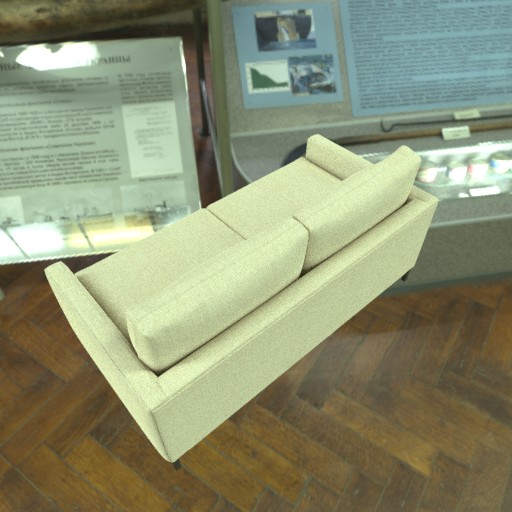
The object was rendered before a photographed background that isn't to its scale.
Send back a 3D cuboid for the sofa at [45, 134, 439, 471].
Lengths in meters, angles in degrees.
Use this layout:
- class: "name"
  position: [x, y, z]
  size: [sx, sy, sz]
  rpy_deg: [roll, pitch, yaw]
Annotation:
- class: "sofa"
  position: [0.000, 0.000, 2.087]
  size: [1.651, 0.812, 0.839]
  rpy_deg: [-32, 53, -28]
